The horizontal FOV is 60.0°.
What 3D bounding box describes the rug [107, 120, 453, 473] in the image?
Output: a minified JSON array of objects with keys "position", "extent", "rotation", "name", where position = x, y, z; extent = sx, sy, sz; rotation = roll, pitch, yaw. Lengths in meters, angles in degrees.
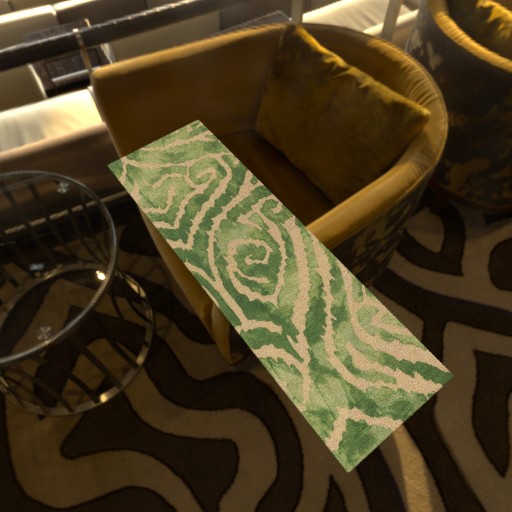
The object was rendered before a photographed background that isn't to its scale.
[{"position":[0.000,0.000,2.716],"extent":[0.761,0.006,2.438],"rotation":[-33,64,-18],"name":"rug"}]
